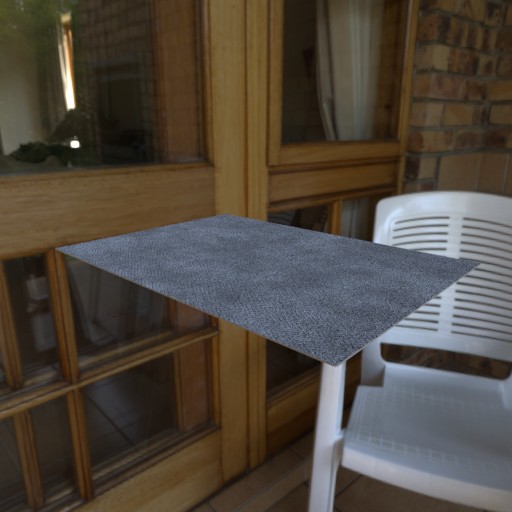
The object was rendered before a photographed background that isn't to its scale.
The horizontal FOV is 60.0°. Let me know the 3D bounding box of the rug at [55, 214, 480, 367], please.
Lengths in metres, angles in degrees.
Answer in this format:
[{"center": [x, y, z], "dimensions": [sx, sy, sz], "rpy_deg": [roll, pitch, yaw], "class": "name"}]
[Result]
[{"center": [0.000, 0.000, 2.846], "dimensions": [2.235, 0.008, 1.600], "rpy_deg": [15, 22, 40], "class": "rug"}]
